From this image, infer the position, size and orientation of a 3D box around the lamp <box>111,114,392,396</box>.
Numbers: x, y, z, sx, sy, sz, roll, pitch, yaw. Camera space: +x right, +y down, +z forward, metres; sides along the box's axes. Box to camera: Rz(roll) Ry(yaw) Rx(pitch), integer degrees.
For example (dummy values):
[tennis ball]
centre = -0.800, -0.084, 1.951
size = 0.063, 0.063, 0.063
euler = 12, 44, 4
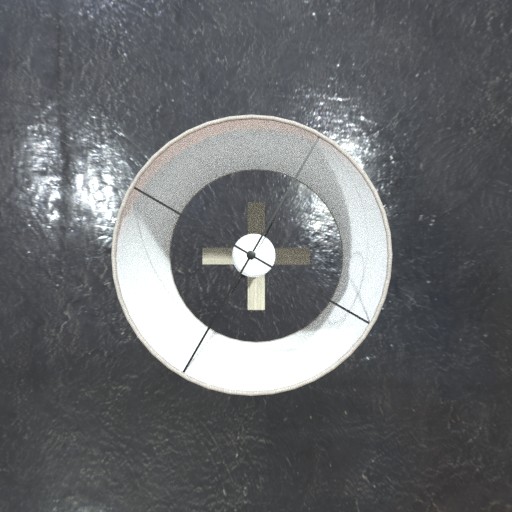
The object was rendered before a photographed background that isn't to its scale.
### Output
[lamp]
centre = 0.000, 0.000, 0.572
size = 0.229, 0.428, 0.229
euler = 0, 90, 1
